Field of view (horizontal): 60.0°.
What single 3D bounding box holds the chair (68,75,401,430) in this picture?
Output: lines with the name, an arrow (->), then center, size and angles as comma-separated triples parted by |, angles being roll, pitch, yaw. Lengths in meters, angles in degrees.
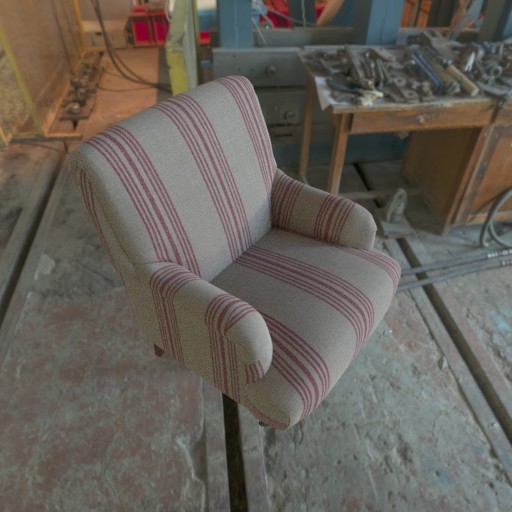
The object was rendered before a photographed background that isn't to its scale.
chair -> 0.000, 0.000, 1.860 | 1.058, 1.123, 0.933 | 27, 49, 27
